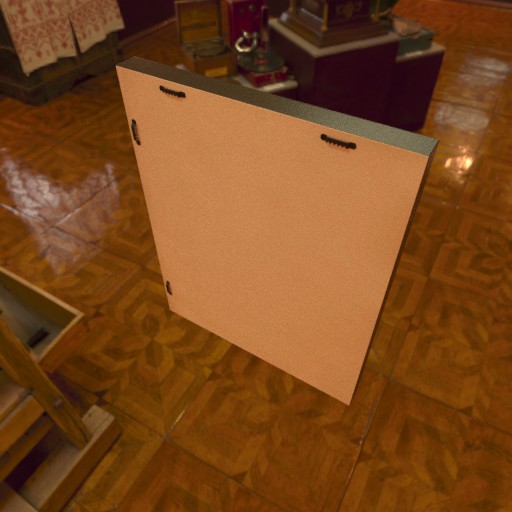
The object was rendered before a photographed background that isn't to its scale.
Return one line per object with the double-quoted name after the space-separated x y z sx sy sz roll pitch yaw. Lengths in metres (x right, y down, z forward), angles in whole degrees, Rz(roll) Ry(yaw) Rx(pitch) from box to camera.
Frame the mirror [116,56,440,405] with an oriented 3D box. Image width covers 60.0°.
0.000 0.000 0.685 0.406 0.509 0.041 24 50 22 "mirror"
